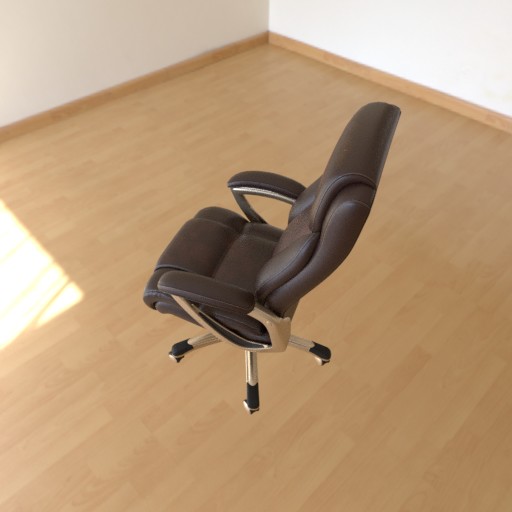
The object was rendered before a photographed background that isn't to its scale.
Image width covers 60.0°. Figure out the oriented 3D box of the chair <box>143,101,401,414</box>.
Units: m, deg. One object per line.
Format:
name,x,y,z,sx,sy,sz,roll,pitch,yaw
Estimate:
chair,0.000,0.000,1.644,0.749,1.194,0.692,15,48,14
